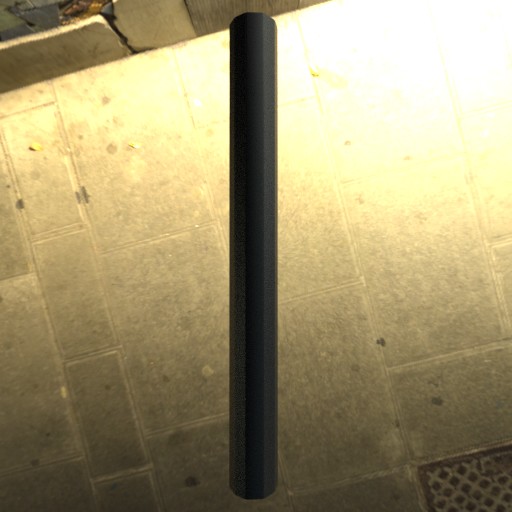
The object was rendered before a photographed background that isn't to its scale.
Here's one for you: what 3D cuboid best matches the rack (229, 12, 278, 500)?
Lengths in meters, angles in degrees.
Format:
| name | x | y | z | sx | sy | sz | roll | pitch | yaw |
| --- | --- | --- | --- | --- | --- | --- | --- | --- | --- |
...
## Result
| name | x | y | z | sx | sy | sz | roll | pitch | yaw |
| --- | --- | --- | --- | --- | --- | --- | --- | --- | --- |
| rack | 0.000 | 0.000 | 0.420 | 0.041 | 0.241 | 0.330 | 0 | 90 | 1 |
